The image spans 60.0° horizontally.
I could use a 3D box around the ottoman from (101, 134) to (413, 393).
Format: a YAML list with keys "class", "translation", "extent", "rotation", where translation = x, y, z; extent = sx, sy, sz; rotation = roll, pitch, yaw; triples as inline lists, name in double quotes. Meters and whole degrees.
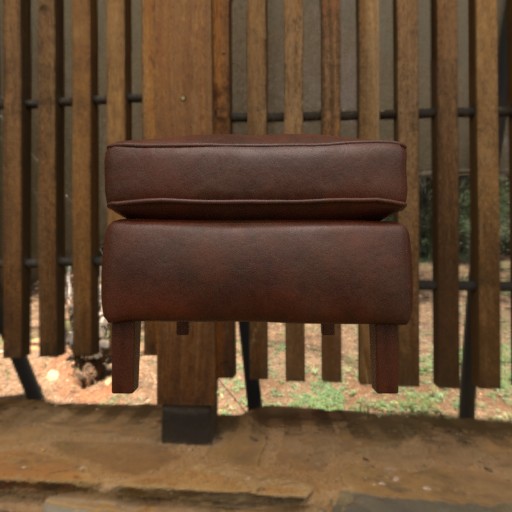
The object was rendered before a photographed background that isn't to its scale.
- class: "ottoman"
  translation: [0.000, 0.000, 0.979]
  extent: [0.501, 0.432, 0.665]
  rotation: [0, -1, 0]
